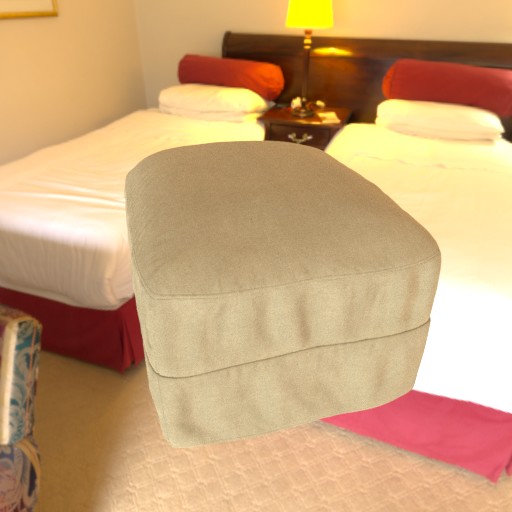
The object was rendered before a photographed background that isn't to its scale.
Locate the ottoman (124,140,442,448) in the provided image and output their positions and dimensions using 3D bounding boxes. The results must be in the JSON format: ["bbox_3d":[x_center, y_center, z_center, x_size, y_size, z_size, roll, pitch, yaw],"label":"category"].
[{"bbox_3d":[0.000,0.000,1.083,0.584,0.480,0.712,-8,32,-14],"label":"ottoman"}]
